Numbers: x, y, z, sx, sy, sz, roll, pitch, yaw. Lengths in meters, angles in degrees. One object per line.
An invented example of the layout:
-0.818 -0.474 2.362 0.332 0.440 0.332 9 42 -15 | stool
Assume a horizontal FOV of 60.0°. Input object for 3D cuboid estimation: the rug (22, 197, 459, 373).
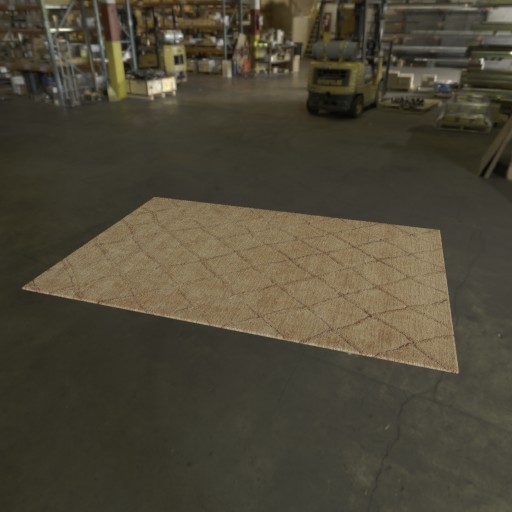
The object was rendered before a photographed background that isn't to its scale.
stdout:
0.000 0.000 2.844 2.292 0.014 1.528 8 29 15 | rug
